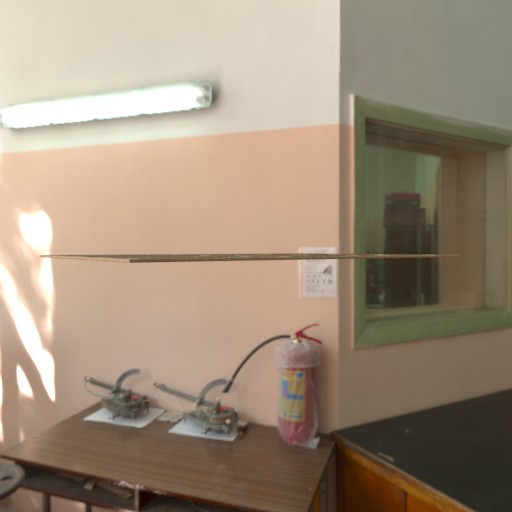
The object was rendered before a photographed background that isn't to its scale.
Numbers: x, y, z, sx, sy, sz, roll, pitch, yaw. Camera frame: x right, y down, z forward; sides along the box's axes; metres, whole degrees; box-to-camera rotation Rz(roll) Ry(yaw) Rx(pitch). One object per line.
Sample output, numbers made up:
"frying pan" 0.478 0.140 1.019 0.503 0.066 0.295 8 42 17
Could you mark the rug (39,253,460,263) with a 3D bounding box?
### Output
"rug" 0.000 0.000 2.884 2.290 0.014 1.526 -1 1 -37
